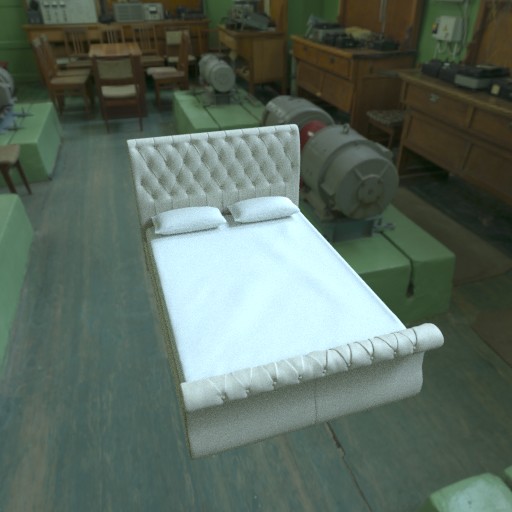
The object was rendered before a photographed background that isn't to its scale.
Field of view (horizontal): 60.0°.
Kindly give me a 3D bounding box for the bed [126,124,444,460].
[{"bbox_3d":[0.000,0.000,3.455,1.606,1.268,2.493,-10,34,-15],"label":"bed"}]
